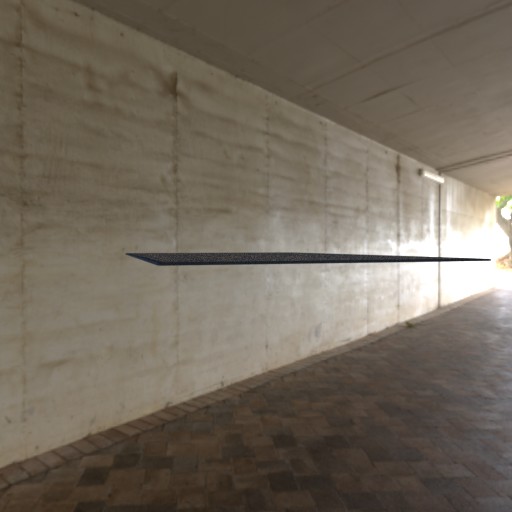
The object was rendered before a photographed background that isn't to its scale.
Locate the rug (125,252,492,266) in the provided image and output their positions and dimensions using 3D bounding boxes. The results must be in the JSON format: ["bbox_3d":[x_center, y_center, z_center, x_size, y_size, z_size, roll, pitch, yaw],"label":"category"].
[{"bbox_3d":[0.000,0.000,2.302,1.219,0.010,1.829,0,1,-19],"label":"rug"}]
